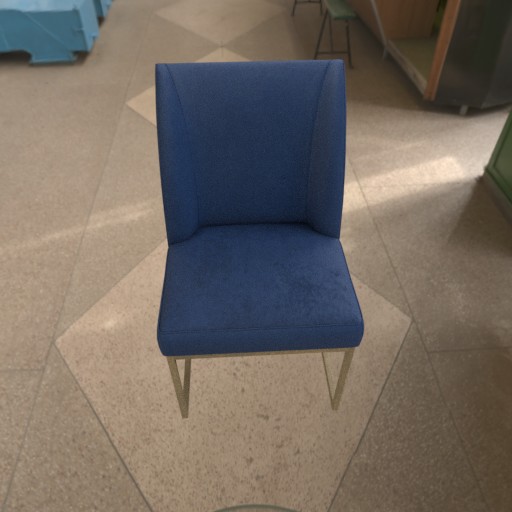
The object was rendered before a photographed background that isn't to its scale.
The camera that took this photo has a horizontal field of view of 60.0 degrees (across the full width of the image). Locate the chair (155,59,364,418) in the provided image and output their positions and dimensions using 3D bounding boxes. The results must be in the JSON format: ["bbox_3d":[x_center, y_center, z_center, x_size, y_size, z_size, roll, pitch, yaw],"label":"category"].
[{"bbox_3d":[0.000,0.000,1.217,0.508,0.863,0.522,-2,45,-2],"label":"chair"}]
